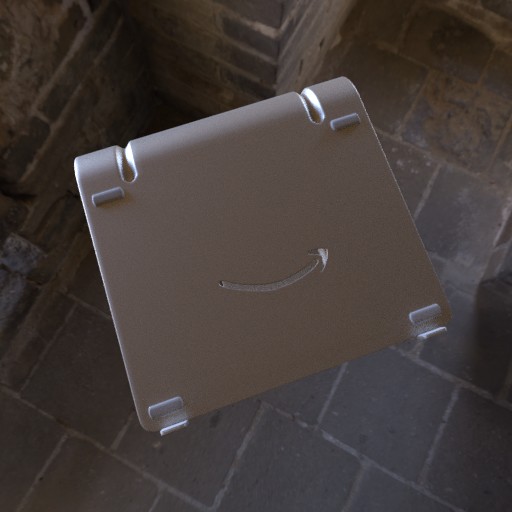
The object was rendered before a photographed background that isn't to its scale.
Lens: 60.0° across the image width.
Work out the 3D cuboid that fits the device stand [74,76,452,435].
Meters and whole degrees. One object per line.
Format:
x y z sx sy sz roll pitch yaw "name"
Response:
0.000 0.000 0.409 0.256 0.155 0.236 -19 75 -5 "device stand"
